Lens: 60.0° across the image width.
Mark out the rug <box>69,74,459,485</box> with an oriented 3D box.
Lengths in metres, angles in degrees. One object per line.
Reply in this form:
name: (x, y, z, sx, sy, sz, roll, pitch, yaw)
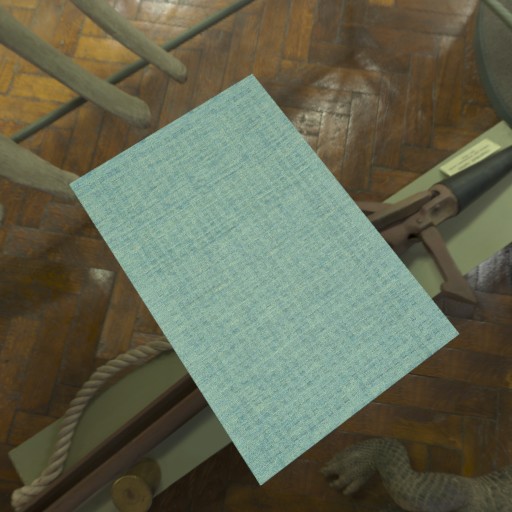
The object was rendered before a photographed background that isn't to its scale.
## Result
rug: (0.000, 0.000, 2.908, 1.522, 0.006, 2.286, -34, 78, -8)
